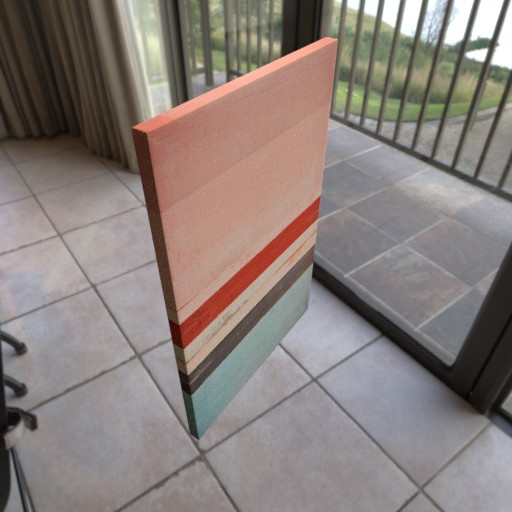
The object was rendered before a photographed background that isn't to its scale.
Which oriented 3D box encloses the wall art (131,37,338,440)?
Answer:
[{"bbox_3d":[0.000,0.000,1.144,0.038,0.914,0.610,25,46,26],"label":"wall art"}]
